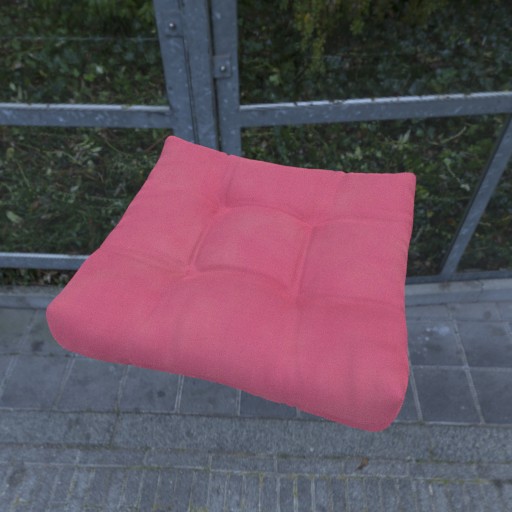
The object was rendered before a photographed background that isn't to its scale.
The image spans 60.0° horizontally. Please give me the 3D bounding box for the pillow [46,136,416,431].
[{"bbox_3d":[0.000,0.000,0.725,0.490,0.128,0.468,11,48,10],"label":"pillow"}]
